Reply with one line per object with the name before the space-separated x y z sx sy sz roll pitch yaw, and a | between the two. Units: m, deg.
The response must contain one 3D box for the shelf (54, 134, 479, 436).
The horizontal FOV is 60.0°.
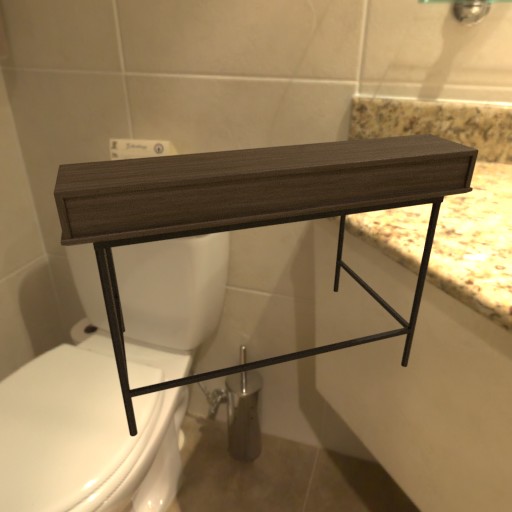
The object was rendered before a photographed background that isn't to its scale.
shelf | 0.000 0.000 1.659 1.212 0.865 0.685 -9 29 -16
